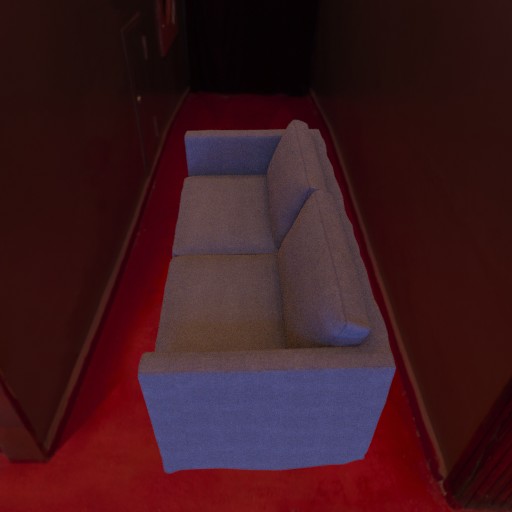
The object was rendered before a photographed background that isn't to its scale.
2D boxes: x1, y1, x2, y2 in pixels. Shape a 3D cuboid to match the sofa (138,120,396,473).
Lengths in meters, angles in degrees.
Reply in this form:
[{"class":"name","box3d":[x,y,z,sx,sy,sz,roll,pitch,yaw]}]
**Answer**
[{"class":"sofa","box3d":[0.000,0.000,2.469,0.953,0.855,1.982,-1,41,-1]}]
